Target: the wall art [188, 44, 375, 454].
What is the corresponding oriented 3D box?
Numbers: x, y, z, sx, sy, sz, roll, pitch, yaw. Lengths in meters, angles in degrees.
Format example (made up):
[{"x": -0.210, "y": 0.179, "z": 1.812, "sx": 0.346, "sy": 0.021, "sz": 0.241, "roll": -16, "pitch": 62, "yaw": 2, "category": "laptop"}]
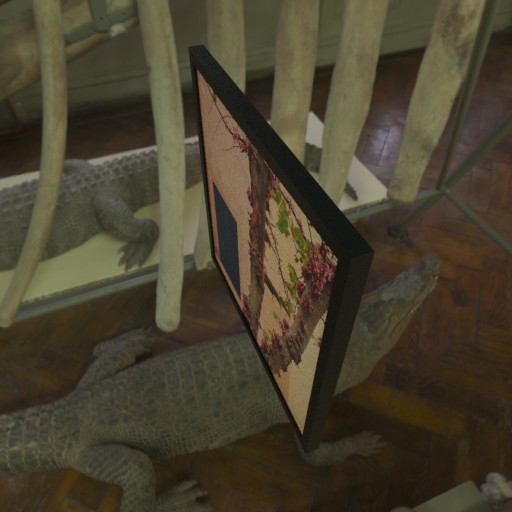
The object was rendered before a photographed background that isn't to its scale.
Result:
[{"x": 0.000, "y": 0.000, "z": 1.129, "sx": 0.038, "sy": 0.762, "sz": 0.762, "roll": -17, "pitch": 50, "yaw": -15, "category": "wall art"}]
